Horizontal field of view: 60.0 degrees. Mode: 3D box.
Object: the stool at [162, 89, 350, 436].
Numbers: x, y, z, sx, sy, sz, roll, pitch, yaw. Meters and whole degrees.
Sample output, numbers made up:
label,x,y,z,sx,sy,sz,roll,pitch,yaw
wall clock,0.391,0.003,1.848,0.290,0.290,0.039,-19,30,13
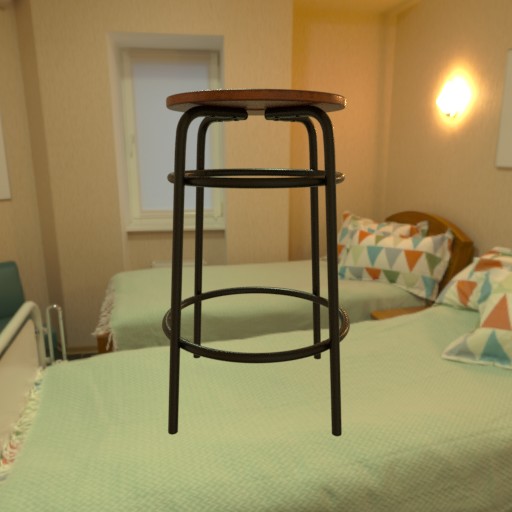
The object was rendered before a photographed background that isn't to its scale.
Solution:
label,x,y,z,sx,sy,sz,roll,pitch,yaw
stool,0.000,0.000,0.913,0.455,0.610,0.455,-13,19,-42
